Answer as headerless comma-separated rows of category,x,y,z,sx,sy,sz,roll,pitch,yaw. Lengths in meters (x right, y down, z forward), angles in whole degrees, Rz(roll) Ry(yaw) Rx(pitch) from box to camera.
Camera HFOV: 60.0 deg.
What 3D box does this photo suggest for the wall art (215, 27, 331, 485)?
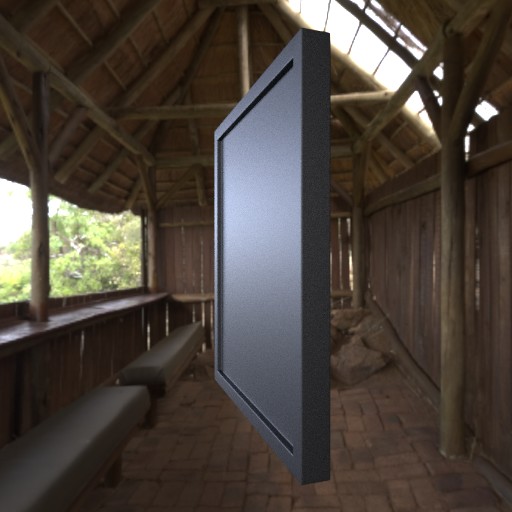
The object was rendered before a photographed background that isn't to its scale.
wall art,0.000,0.000,0.528,0.028,0.381,0.328,0,0,-18
